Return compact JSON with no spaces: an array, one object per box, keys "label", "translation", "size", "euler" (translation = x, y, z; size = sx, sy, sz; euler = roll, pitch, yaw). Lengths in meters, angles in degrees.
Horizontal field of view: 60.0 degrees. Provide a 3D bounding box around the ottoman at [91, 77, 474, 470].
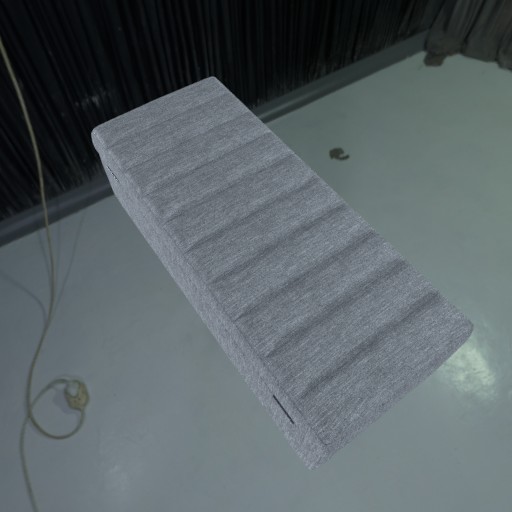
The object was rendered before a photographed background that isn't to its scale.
[{"label":"ottoman","translation":[0.000,0.000,1.383],"size":[0.482,0.469,1.151],"euler":[-31,63,-18]}]
